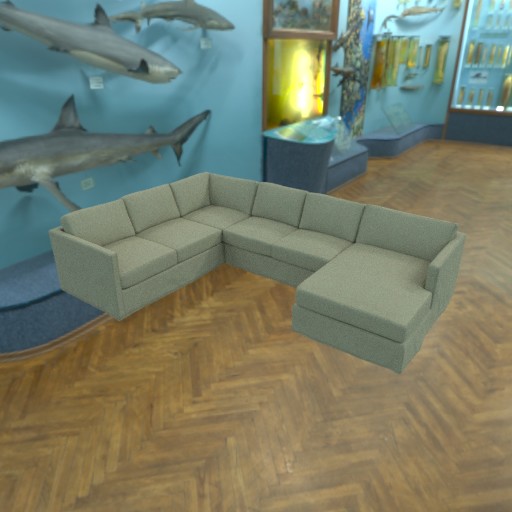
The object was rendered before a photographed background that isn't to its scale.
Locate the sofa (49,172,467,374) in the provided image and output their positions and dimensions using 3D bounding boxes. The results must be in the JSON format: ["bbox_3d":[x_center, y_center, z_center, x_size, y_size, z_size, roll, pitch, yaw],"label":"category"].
[{"bbox_3d":[0.000,0.000,4.523,3.460,0.882,2.427,18,30,33],"label":"sofa"}]
